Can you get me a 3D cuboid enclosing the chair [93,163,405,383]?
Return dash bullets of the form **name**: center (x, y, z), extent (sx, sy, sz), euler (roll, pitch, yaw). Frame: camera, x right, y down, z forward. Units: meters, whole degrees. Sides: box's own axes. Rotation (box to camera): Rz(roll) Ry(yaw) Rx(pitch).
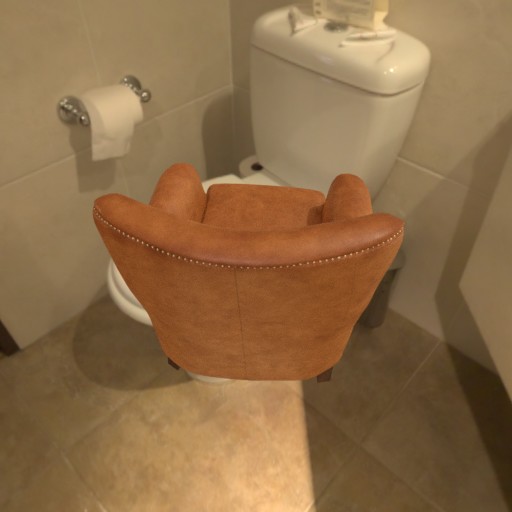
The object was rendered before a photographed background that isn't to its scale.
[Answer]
- **chair**: center (0.000, 0.000, 1.684), extent (0.861, 0.936, 0.921), euler (5, 46, 4)
